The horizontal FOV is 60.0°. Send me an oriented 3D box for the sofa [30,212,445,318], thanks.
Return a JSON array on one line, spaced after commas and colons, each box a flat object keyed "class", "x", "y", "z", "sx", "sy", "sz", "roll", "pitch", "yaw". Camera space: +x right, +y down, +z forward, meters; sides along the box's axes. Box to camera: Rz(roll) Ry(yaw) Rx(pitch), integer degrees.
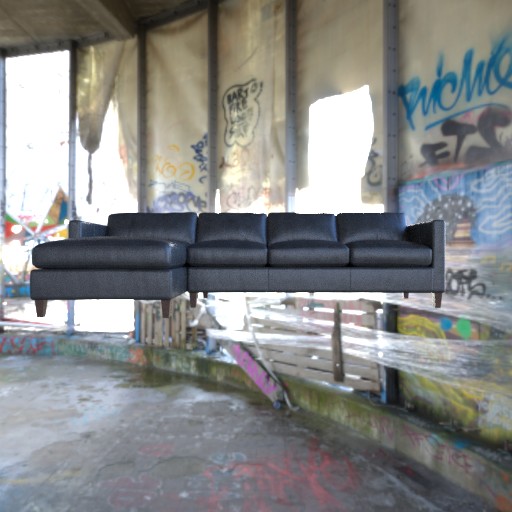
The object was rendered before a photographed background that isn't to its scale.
[{"class": "sofa", "x": 0.000, "y": 0.000, "z": 3.885, "sx": 3.203, "sy": 0.883, "sz": 1.581, "roll": 0, "pitch": 0, "yaw": 1}]
